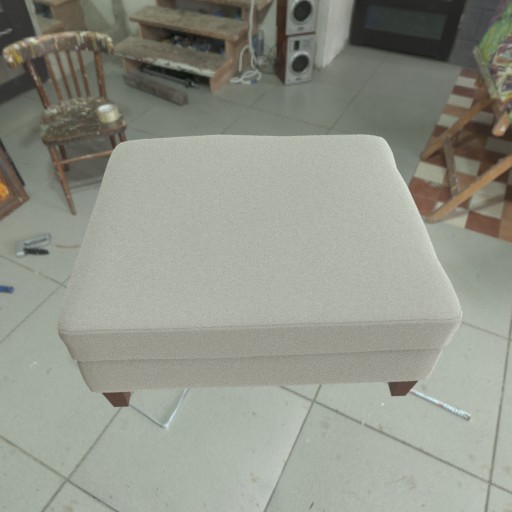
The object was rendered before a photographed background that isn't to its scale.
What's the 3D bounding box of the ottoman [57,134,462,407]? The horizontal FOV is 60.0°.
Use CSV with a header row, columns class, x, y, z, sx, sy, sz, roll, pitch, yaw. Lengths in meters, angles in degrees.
class,x,y,z,sx,sy,sz,roll,pitch,yaw
ottoman,0.000,0.000,1.447,0.976,0.492,0.836,-2,46,-2
